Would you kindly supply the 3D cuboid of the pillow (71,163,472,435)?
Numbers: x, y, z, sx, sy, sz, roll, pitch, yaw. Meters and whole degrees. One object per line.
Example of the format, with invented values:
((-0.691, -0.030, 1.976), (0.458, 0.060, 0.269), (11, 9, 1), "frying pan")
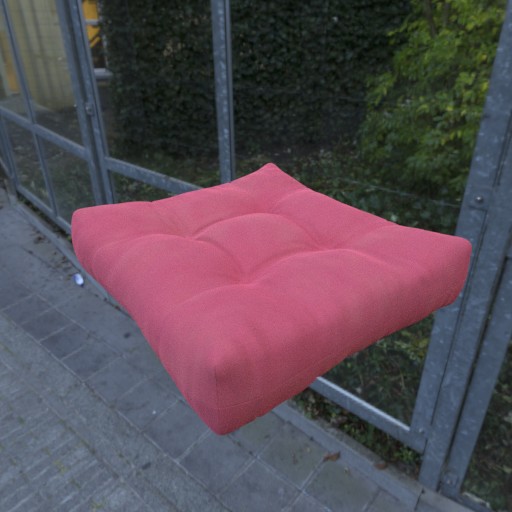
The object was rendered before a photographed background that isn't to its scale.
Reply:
((0.000, 0.000, 0.722), (0.468, 0.128, 0.490), (-20, 34, -32), "pillow")
